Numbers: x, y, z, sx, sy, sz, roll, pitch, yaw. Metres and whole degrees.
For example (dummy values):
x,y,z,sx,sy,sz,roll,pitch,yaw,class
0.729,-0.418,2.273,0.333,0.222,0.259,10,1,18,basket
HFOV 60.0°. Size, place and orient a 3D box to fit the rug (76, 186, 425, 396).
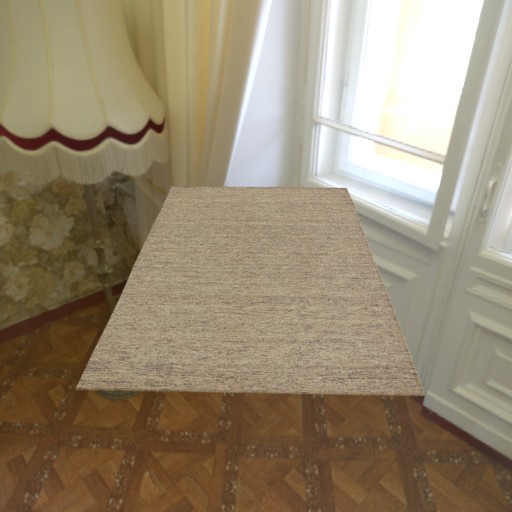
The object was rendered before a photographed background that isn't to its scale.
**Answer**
x,y,z,sx,sy,sz,roll,pitch,yaw,class
0.000,0.000,2.918,1.547,0.013,2.283,1,32,1,rug
